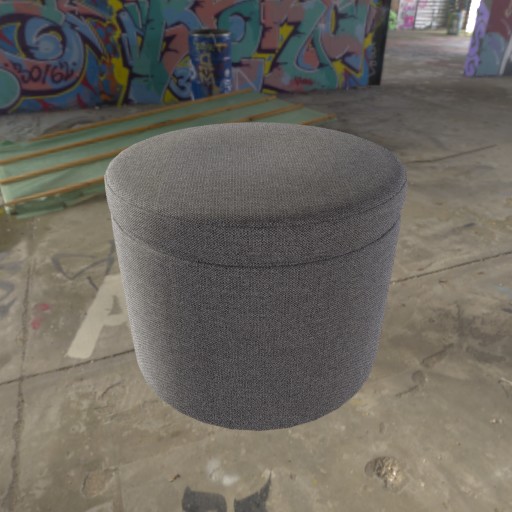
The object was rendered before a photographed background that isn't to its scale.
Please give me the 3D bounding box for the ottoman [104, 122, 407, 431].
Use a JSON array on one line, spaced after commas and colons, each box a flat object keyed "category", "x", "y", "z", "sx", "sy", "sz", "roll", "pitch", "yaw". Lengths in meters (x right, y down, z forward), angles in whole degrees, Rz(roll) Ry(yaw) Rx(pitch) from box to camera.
[{"category": "ottoman", "x": 0.000, "y": 0.000, "z": 0.850, "sx": 0.500, "sy": 0.419, "sz": 0.500, "roll": 0, "pitch": 31, "yaw": 0}]
